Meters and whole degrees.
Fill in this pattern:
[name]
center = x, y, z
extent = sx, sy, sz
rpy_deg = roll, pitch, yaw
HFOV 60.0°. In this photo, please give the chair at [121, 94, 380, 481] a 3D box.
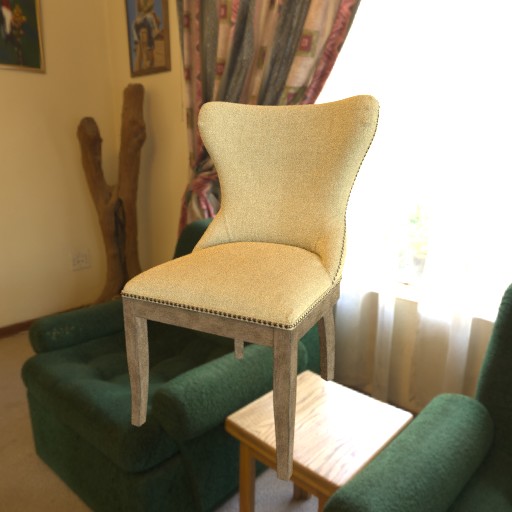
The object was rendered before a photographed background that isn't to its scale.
[chair]
center = 0.000, 0.000, 1.439
extent = 0.654, 1.002, 0.681
rpy_deg = 7, 16, 26
